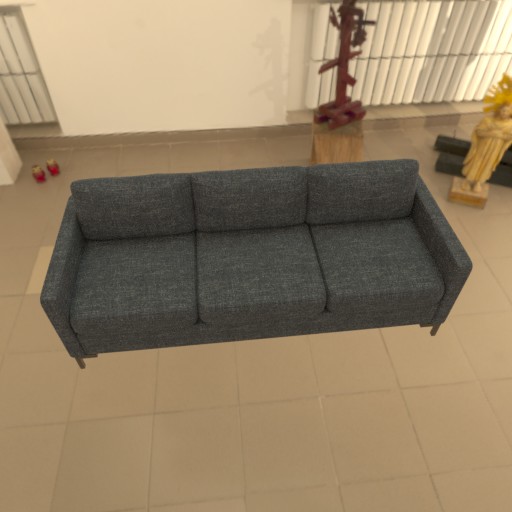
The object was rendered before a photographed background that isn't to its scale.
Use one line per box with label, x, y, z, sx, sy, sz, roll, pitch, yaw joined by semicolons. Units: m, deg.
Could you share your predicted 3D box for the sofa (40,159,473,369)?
sofa;0.000;0.000;2.664;2.218;0.874;0.859;-4;47;-4
